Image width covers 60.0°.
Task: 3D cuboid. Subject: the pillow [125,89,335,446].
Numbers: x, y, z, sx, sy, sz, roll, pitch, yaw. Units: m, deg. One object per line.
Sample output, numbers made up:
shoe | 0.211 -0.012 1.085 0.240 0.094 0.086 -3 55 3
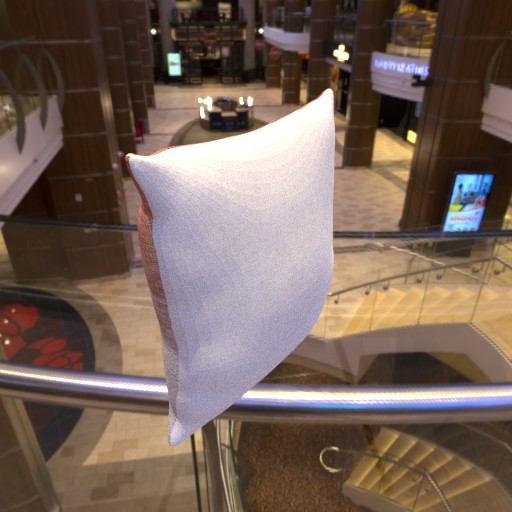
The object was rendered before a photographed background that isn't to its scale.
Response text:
pillow | 0.000 0.000 0.689 0.182 0.441 0.440 20 35 30
